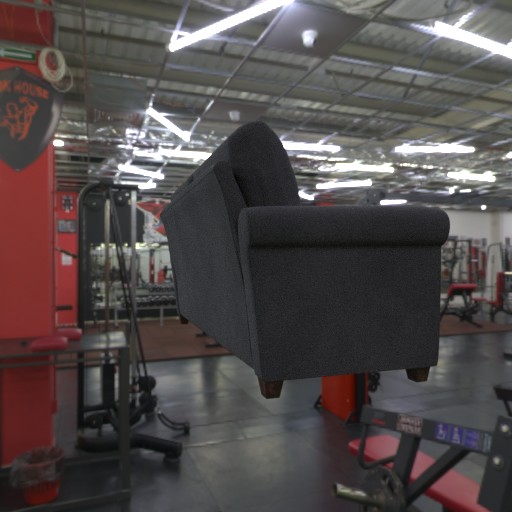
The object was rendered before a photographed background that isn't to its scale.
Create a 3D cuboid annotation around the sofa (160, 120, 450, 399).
[{"bbox_3d":[0.000,0.000,2.375,0.842,0.942,1.935,0,-1,-18],"label":"sofa"}]
